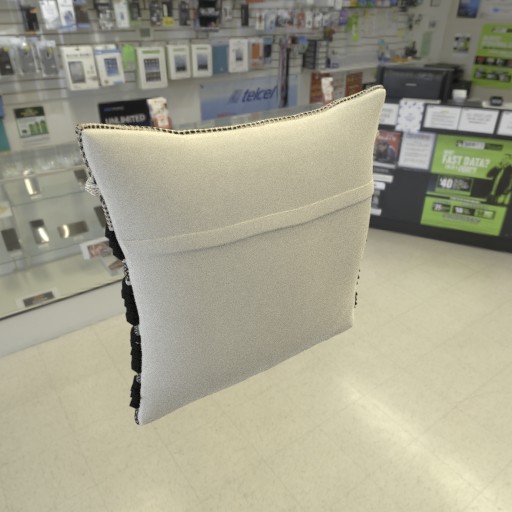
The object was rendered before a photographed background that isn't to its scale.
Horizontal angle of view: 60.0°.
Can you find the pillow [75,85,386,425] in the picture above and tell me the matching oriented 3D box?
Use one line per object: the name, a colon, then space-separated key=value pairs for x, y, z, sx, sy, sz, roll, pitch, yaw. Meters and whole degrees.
pillow: x=0.000 y=0.000 z=0.648 sx=0.436 sy=0.438 sz=0.156 roll=-18 pitch=35 yaw=-28
